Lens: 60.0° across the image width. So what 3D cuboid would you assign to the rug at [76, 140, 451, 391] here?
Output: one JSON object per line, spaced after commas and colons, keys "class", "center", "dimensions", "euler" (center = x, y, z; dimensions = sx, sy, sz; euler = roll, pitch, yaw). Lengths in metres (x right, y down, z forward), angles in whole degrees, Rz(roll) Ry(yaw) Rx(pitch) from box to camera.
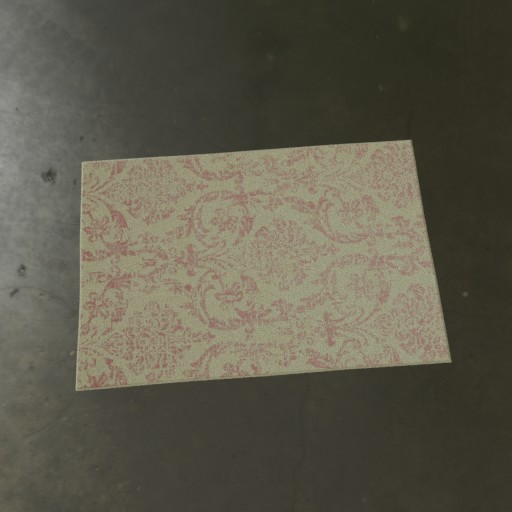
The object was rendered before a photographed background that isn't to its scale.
{"class": "rug", "center": [0.000, 0.000, 2.316], "dimensions": [1.839, 0.012, 1.219], "euler": [-4, 75, -1]}
